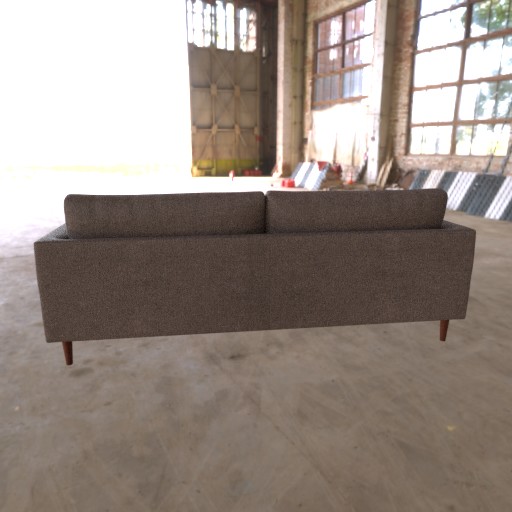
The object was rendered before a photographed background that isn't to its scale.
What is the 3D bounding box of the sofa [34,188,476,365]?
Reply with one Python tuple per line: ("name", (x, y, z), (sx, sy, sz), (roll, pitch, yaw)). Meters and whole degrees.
("sofa", (0.000, 0.000, 2.732), (2.250, 0.868, 1.020), (-2, 14, -8))
